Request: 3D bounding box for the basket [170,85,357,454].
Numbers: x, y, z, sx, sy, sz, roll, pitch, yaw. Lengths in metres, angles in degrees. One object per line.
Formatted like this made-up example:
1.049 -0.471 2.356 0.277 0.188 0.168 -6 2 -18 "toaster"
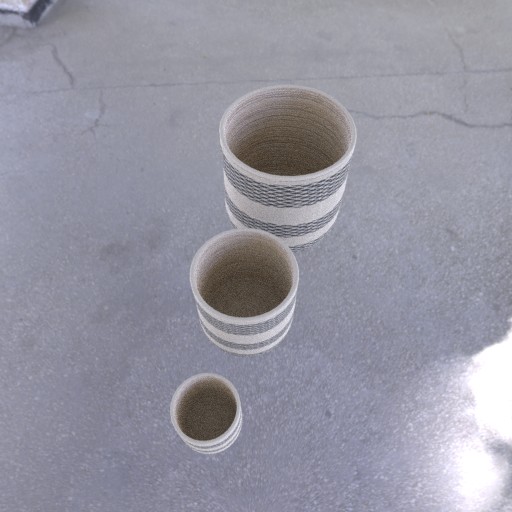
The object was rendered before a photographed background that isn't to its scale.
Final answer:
0.000 0.000 1.124 0.351 0.356 0.917 14 59 9 "basket"
